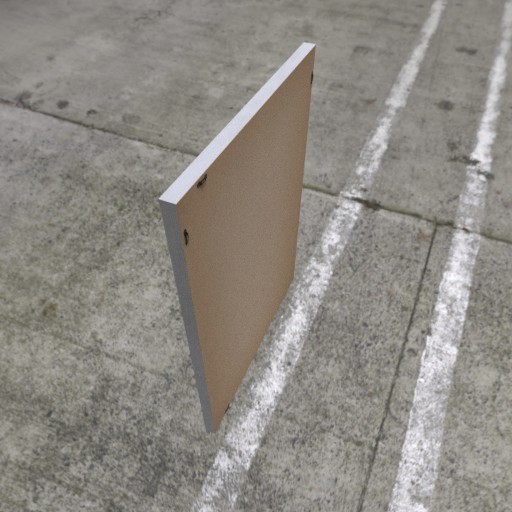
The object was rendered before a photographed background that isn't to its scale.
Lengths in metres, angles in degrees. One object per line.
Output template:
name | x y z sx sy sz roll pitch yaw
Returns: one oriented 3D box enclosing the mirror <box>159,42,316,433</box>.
mirror | 0.000 0.000 1.385 0.041 1.016 0.762 18 49 16
